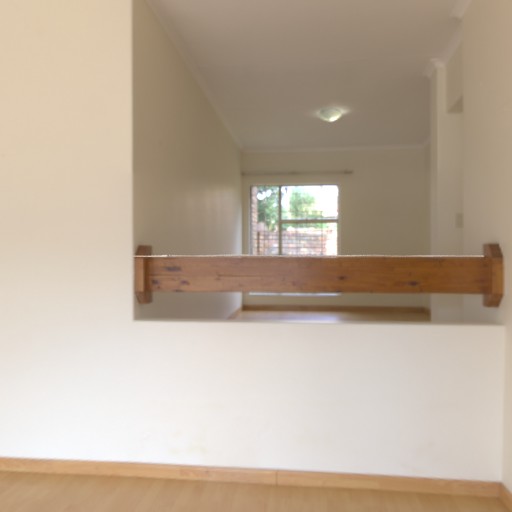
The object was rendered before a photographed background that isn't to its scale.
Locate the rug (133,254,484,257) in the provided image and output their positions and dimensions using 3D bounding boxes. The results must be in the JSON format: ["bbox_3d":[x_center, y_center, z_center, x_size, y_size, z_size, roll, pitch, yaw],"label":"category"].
[{"bbox_3d":[0.000,0.000,3.060,1.522,0.012,2.440,0,0,-18],"label":"rug"}]
